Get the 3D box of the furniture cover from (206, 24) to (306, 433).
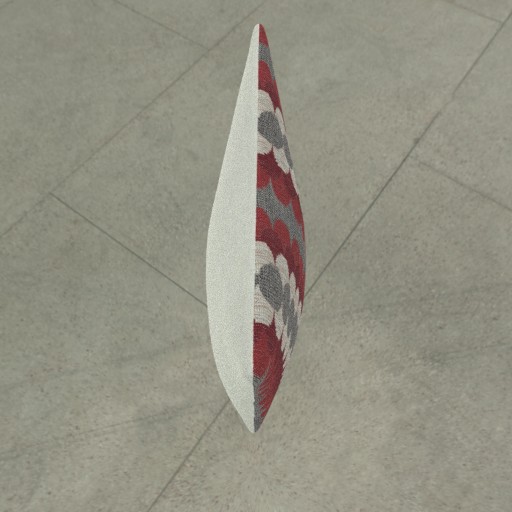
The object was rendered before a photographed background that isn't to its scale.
[{"bbox_3d":[0.000,0.000,0.625,0.145,0.420,0.435,1,64,0],"label":"furniture cover"}]
